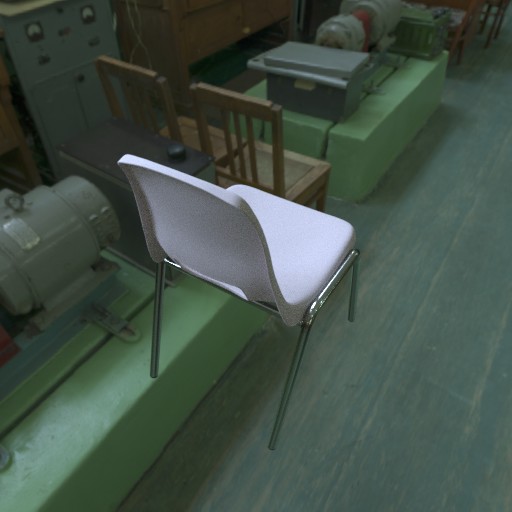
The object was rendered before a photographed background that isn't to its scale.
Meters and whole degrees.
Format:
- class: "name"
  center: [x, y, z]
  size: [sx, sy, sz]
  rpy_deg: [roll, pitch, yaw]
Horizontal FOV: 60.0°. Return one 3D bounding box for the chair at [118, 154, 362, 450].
- class: "chair"
  center: [0.000, 0.000, 0.935]
  size: [0.381, 0.653, 0.436]
  rpy_deg: [23, 49, 22]
